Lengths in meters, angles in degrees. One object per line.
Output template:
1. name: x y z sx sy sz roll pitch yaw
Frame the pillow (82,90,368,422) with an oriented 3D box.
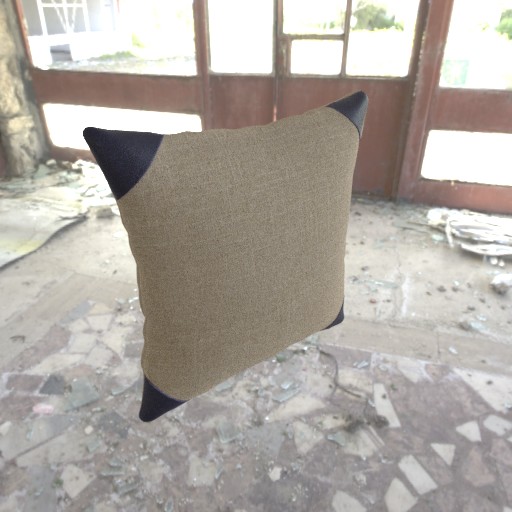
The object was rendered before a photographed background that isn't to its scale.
1. pillow: 0.000 0.000 0.674 0.440 0.441 0.147 -20 35 -32
